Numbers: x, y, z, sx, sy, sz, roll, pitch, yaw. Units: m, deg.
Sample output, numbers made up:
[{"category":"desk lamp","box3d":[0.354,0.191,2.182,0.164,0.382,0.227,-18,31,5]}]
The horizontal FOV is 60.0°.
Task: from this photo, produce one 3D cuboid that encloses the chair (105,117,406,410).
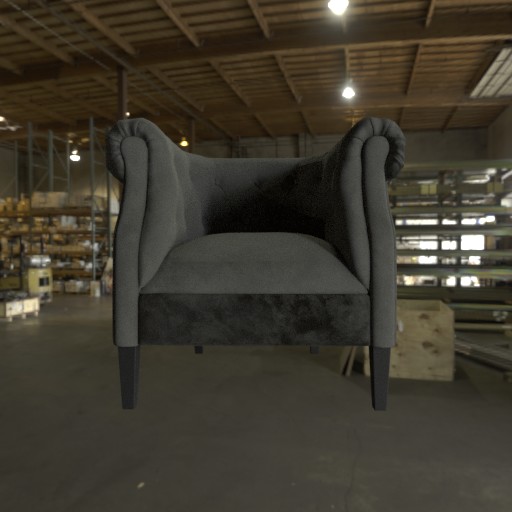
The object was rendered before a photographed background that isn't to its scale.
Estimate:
[{"category":"chair","box3d":[0.000,0.000,1.589,0.904,0.826,0.851,0,1,1]}]
